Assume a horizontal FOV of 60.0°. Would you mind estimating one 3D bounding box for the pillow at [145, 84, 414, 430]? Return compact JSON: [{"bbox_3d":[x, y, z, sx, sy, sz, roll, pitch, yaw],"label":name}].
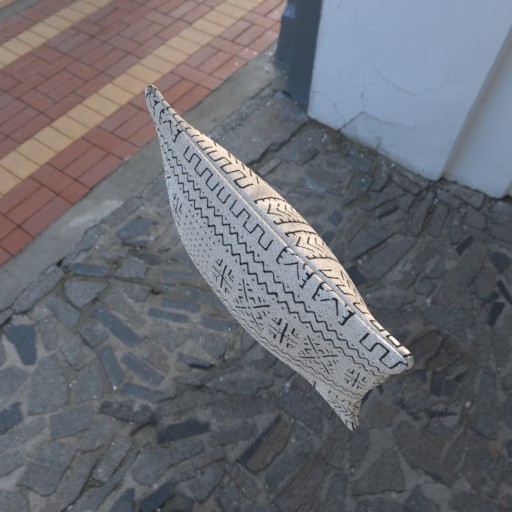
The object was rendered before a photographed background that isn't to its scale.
[{"bbox_3d":[0.000,0.000,0.795,0.188,0.352,0.637,-32,63,-18],"label":"pillow"}]
